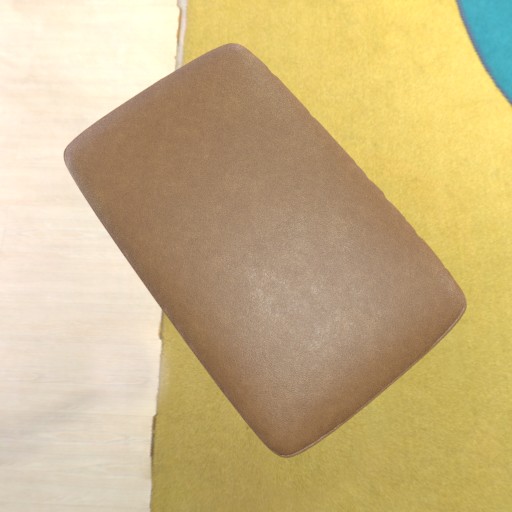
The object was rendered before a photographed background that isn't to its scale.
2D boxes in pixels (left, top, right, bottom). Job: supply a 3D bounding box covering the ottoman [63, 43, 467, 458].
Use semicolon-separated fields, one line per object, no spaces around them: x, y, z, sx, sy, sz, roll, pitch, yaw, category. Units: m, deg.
0.000;0.000;0.944;0.420;0.480;0.670;-36;78;-9;ottoman
